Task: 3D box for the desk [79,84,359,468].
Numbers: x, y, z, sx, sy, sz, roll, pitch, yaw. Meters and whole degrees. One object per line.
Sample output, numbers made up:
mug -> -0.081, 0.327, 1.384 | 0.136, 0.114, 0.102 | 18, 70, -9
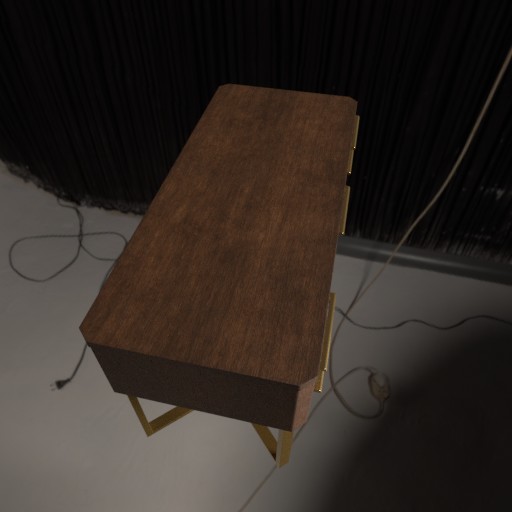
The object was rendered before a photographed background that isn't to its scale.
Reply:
desk -> 0.000, 0.000, 1.913 | 0.684, 0.762, 1.479 | 9, 49, 8
